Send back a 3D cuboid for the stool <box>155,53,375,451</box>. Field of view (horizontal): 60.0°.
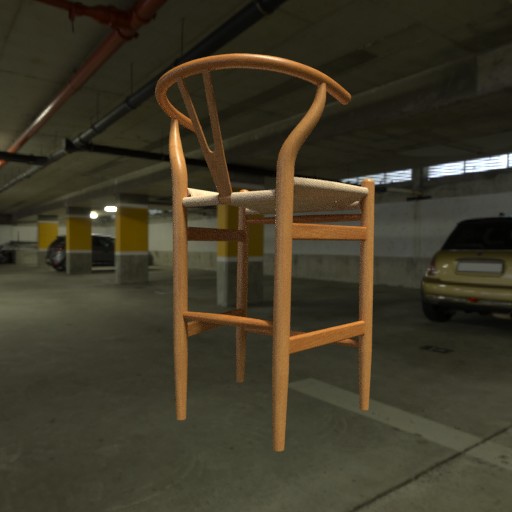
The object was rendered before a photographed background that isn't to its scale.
[{"bbox_3d":[0.000,0.000,1.330,0.569,0.970,0.579,1,2,35],"label":"stool"}]
